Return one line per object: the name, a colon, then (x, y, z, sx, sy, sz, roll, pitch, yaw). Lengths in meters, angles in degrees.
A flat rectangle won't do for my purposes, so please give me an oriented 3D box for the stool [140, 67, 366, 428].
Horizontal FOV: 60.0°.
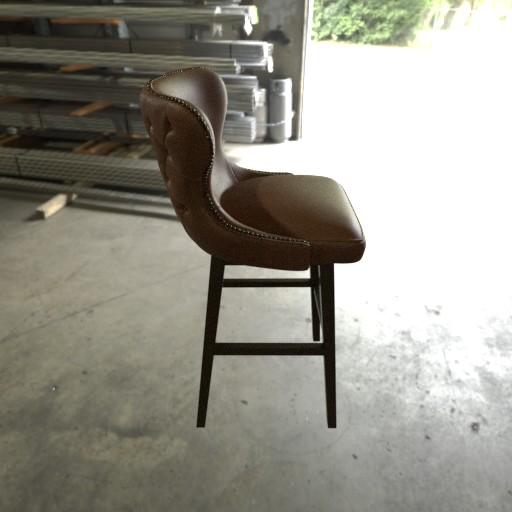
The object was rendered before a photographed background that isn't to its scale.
stool: (0.000, 0.000, 1.448, 0.606, 1.087, 0.591, 0, 30, 0)
